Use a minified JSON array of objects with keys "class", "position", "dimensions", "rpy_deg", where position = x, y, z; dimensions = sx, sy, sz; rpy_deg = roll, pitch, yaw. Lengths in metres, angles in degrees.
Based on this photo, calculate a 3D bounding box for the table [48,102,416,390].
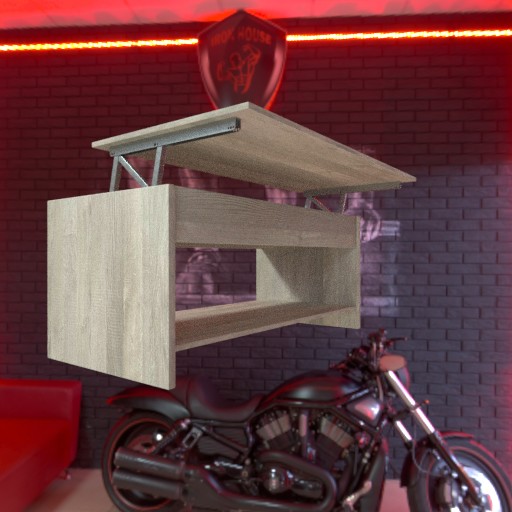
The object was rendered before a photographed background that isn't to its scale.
[{"class":"table","position":[0.000,0.000,1.427],"dimensions":[0.712,0.570,1.000],"rpy_deg":[0,0,37]}]
